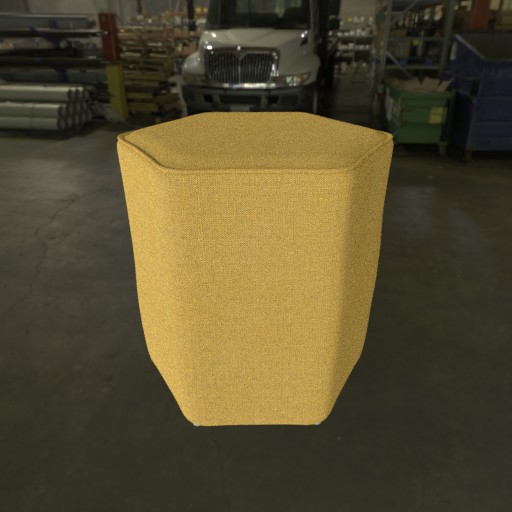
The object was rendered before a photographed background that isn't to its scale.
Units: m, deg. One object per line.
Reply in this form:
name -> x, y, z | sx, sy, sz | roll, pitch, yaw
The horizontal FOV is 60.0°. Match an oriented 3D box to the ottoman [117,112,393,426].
ottoman -> 0.000, 0.000, 0.894 | 0.494, 0.502, 0.443 | 0, 27, -1
